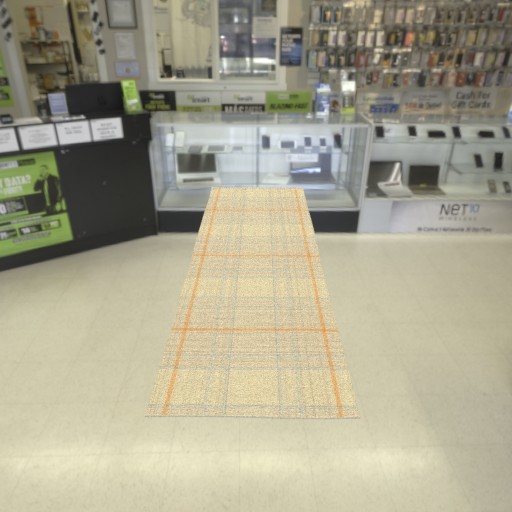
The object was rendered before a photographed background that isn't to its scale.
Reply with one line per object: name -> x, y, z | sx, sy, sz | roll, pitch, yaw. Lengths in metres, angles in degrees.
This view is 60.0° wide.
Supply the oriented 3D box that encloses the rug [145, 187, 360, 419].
rug -> 0.000, 0.000, 2.651 | 0.770, 0.016, 2.442 | 0, 28, 1
